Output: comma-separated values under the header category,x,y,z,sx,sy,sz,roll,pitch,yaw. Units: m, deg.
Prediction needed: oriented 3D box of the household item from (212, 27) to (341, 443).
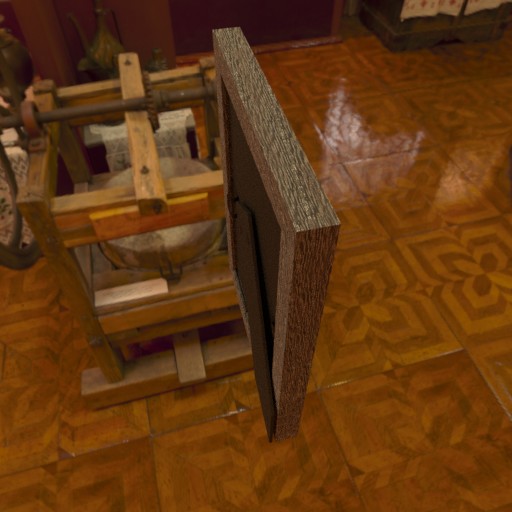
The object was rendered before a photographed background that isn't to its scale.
category,x,y,z,sx,sy,sz,roll,pitch,yaw
household item,0.000,0.000,0.278,0.020,0.210,0.160,-10,50,-9
